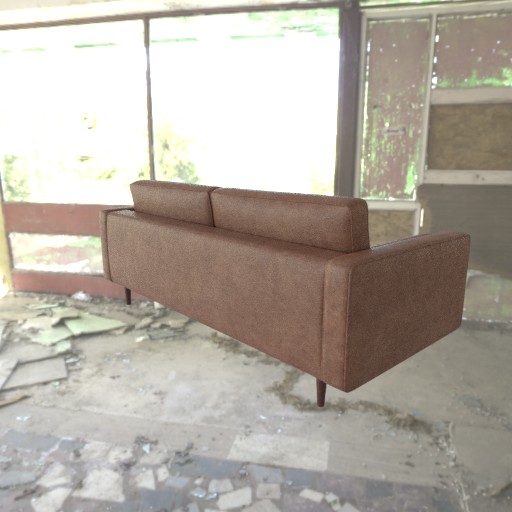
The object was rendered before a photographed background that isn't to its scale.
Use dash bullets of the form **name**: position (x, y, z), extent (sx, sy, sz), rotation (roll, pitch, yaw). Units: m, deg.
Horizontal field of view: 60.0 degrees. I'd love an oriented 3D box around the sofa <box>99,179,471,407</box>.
- **sofa**: position (0.000, 0.000, 2.349), extent (0.910, 0.760, 1.870), rotation (-12, 17, -41)
